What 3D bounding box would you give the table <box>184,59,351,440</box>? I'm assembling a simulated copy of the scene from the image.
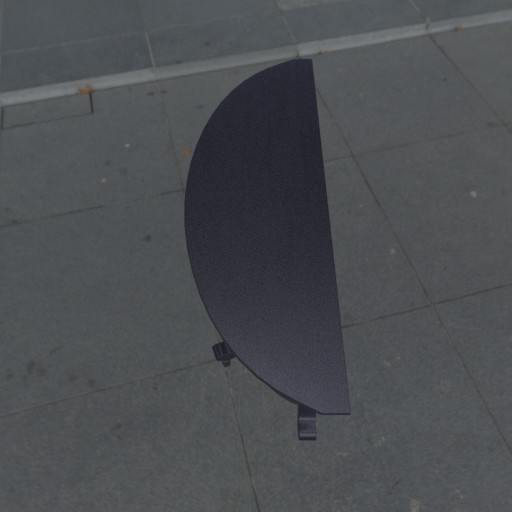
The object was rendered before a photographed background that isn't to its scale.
[{"bbox_3d":[0.000,0.000,1.531,0.394,0.692,1.198,0,58,0],"label":"table"}]
